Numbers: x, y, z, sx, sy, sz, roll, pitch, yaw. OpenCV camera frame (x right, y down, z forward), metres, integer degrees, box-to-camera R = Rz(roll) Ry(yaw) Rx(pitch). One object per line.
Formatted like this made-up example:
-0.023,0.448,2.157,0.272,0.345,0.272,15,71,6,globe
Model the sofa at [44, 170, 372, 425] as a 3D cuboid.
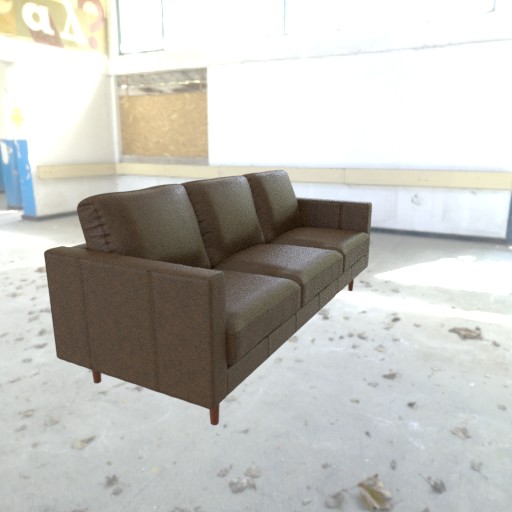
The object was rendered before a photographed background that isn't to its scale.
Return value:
0.000,0.000,2.724,0.903,0.930,2.231,8,17,27,sofa
